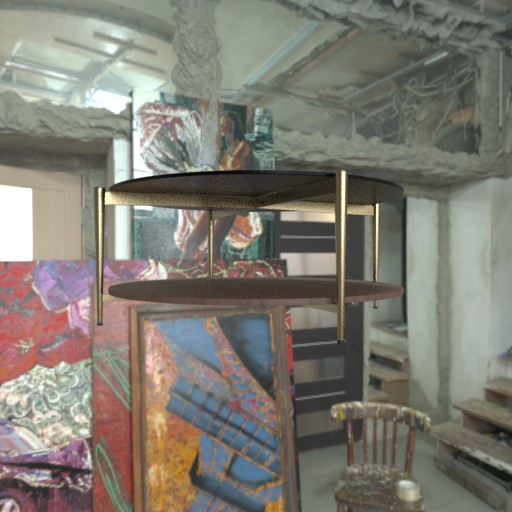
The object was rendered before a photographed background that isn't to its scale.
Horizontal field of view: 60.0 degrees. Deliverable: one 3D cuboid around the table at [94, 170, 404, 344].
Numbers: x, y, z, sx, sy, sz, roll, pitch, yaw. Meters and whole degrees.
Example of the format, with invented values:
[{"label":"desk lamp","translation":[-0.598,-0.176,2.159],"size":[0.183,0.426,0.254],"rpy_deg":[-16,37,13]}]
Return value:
[{"label":"table","translation":[0.000,0.000,1.482],"size":[0.938,0.400,0.938],"rpy_deg":[0,0,36]}]
